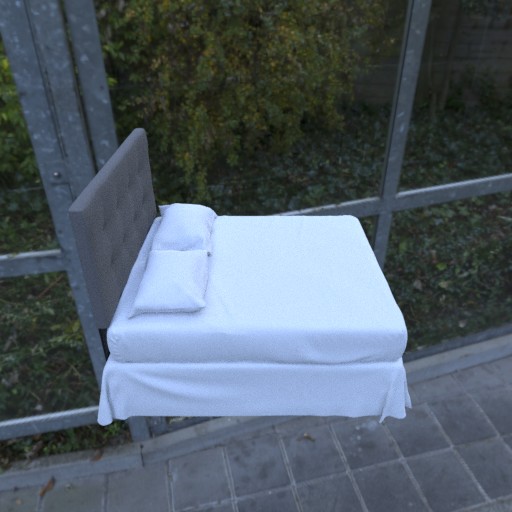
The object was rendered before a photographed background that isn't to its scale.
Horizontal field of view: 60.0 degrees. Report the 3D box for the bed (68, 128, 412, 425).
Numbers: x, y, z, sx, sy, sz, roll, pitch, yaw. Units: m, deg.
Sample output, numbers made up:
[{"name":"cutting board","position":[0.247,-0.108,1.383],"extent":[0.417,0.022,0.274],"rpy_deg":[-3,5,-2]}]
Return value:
[{"name":"bed","position":[0.000,0.000,3.485],"extent":[2.222,1.577,1.936],"rpy_deg":[0,31,0]}]
